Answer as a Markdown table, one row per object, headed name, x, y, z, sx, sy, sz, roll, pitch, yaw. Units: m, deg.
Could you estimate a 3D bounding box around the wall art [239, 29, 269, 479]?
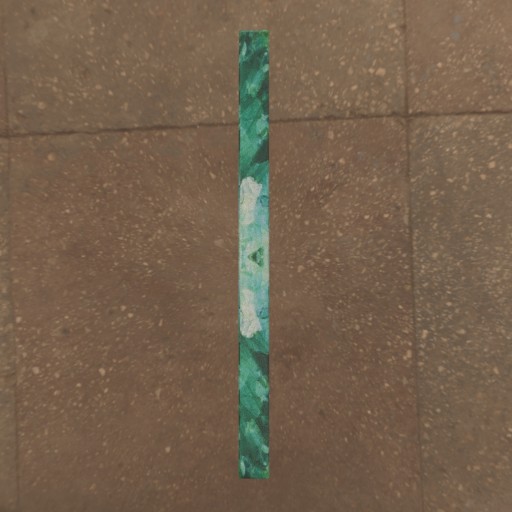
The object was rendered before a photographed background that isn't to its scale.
| name | x | y | z | sx | sy | sz | roll | pitch | yaw |
| --- | --- | --- | --- | --- | --- | --- | --- | --- | --- |
| wall art | 0.000 | 0.000 | 0.750 | 0.038 | 0.508 | 0.507 | 0 | 89 | 1 |
